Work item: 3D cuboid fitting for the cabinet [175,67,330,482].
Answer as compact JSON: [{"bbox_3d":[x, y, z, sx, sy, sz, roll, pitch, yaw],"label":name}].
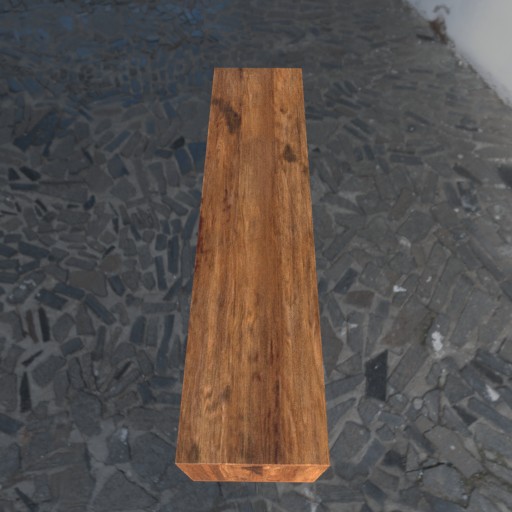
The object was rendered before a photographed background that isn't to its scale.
[{"bbox_3d":[0.000,0.000,1.607,0.349,0.528,1.448,1,57,0],"label":"cabinet"}]
